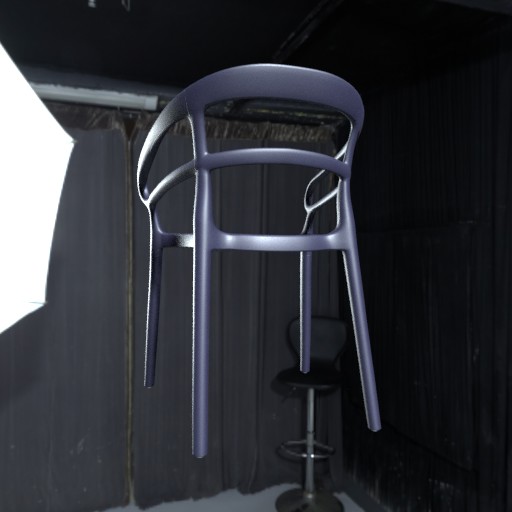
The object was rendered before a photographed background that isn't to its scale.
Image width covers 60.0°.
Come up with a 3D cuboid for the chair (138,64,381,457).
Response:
[{"bbox_3d":[0.000,0.000,1.135,0.559,0.761,0.527,0,1,-19],"label":"chair"}]
